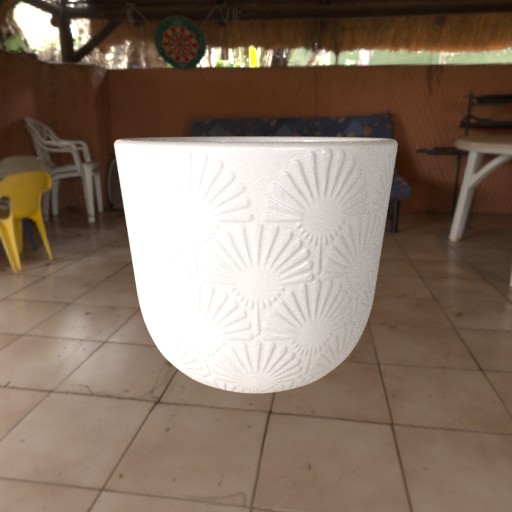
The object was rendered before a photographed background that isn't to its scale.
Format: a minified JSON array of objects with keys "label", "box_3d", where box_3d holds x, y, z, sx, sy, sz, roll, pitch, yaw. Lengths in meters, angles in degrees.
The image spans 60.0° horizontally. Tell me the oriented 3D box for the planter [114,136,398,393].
[{"label":"planter","box_3d":[0.000,0.000,0.297,0.170,0.152,0.170,0,16,0]}]
